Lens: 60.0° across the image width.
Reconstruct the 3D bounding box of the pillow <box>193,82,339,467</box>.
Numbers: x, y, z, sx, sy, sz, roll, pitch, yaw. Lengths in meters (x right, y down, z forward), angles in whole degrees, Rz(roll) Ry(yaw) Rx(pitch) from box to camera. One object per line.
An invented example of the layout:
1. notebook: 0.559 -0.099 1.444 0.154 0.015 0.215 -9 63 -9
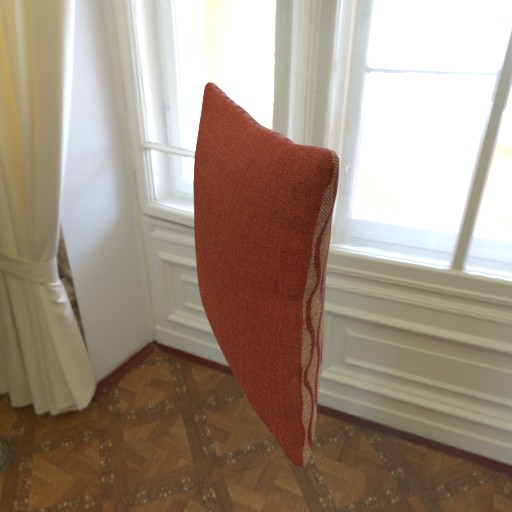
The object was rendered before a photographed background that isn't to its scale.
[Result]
1. pillow: 0.000 0.000 0.658 0.159 0.434 0.429 -10 31 -18
